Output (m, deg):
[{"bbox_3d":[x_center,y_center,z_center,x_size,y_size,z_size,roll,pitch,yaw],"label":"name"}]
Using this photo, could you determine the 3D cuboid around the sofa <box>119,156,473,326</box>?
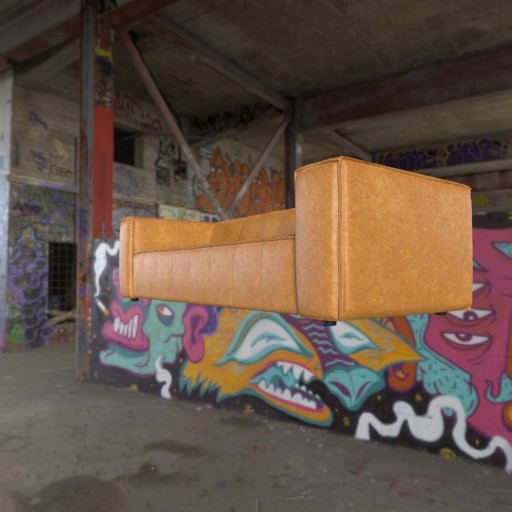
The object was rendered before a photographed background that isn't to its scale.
[{"bbox_3d":[0.000,0.000,3.079,1.102,0.701,2.581,2,-3,-36],"label":"sofa"}]
